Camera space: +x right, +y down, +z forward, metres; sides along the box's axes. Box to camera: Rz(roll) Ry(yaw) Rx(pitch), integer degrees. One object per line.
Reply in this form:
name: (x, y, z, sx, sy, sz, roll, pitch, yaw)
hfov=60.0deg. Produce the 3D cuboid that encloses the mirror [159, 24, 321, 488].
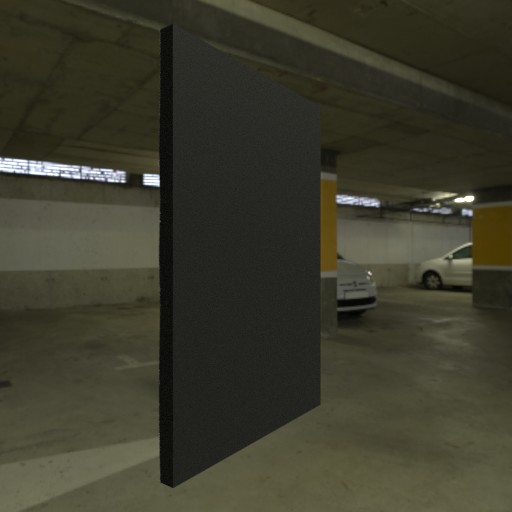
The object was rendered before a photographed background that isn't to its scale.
mirror: (0.000, 0.000, 1.126, 0.044, 0.912, 0.606, 0, 0, 37)
